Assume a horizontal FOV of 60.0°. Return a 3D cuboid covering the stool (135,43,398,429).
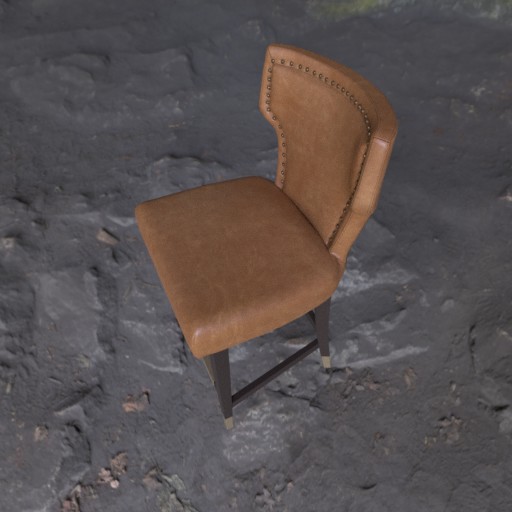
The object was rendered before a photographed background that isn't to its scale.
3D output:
[{"bbox_3d":[0.000,0.000,1.292,0.563,0.982,0.526,-19,49,-17],"label":"stool"}]
